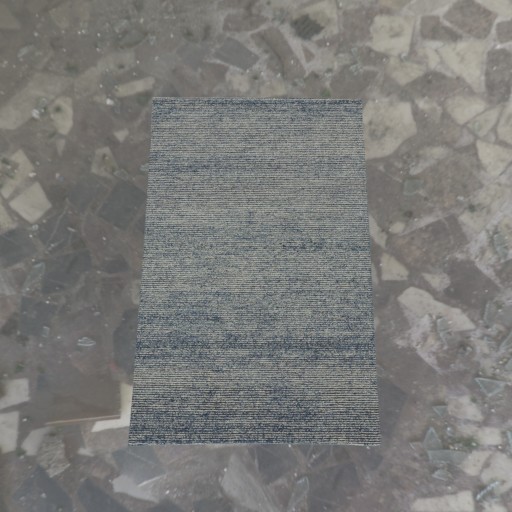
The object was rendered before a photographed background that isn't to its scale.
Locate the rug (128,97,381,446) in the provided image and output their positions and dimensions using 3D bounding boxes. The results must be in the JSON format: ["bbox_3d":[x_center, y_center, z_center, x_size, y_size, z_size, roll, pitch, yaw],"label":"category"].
[{"bbox_3d":[0.000,0.000,2.207,1.145,0.021,1.777,1,76,0],"label":"rug"}]
